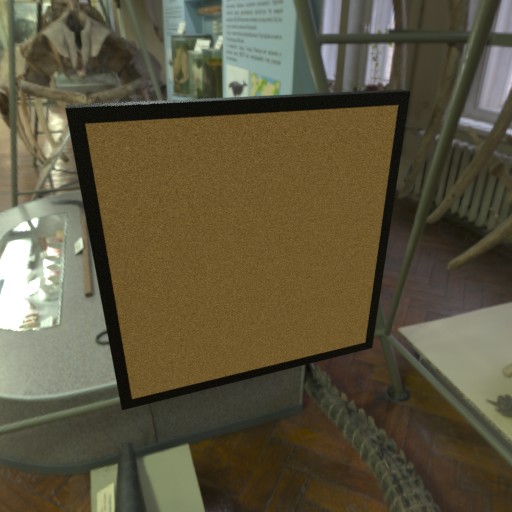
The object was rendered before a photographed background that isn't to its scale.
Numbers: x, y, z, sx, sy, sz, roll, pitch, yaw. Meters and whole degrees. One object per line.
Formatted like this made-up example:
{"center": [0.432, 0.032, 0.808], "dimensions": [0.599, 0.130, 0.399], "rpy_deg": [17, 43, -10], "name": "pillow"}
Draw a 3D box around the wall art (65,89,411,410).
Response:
{"center": [0.000, 0.000, 1.121], "dimensions": [0.762, 0.762, 0.038], "rpy_deg": [-9, 28, -17], "name": "wall art"}
